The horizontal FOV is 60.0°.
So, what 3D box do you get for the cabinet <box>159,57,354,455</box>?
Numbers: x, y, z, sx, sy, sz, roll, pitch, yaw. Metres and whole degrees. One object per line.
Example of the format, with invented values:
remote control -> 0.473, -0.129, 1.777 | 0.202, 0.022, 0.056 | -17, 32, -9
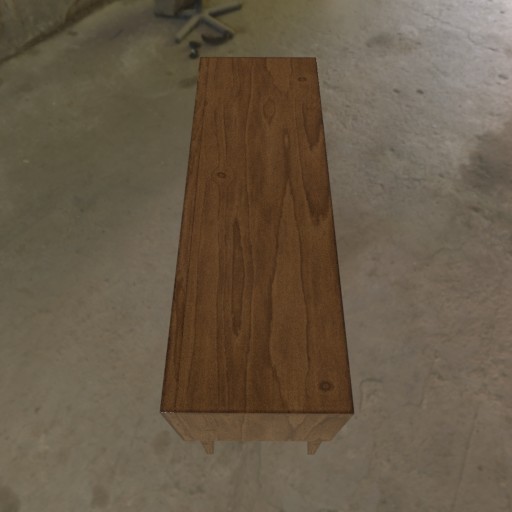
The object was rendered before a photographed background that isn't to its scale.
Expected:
cabinet -> 0.000, 0.000, 1.751 | 0.477, 0.802, 1.363 | 0, 59, 0
